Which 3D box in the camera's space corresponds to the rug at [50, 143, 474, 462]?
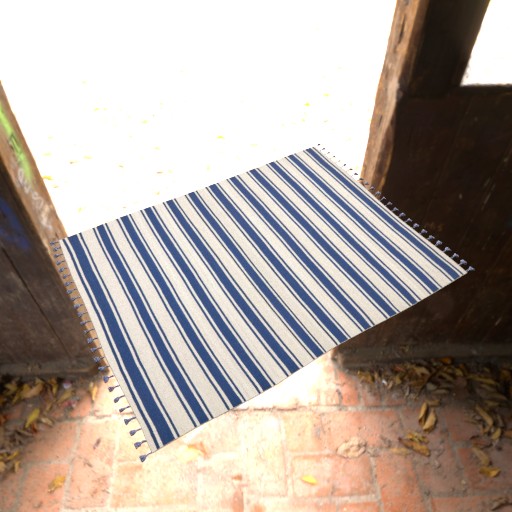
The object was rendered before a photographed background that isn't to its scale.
[{"bbox_3d":[0.000,0.000,4.345,3.416,0.016,2.471,-24,52,-20],"label":"rug"}]
